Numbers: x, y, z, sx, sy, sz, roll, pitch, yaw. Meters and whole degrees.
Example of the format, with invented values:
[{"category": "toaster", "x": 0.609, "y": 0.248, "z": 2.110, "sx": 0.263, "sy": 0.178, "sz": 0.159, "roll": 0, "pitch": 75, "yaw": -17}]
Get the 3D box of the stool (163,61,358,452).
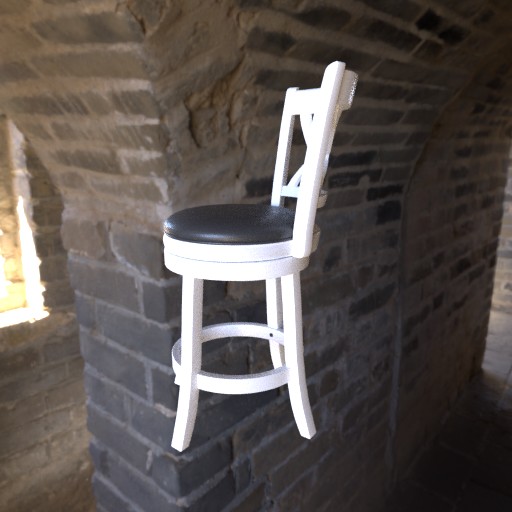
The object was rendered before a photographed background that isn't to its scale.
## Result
[{"category": "stool", "x": 0.000, "y": 0.000, "z": 1.250, "sx": 0.508, "sy": 0.953, "sz": 0.444, "roll": -2, "pitch": 14, "yaw": -9}]
